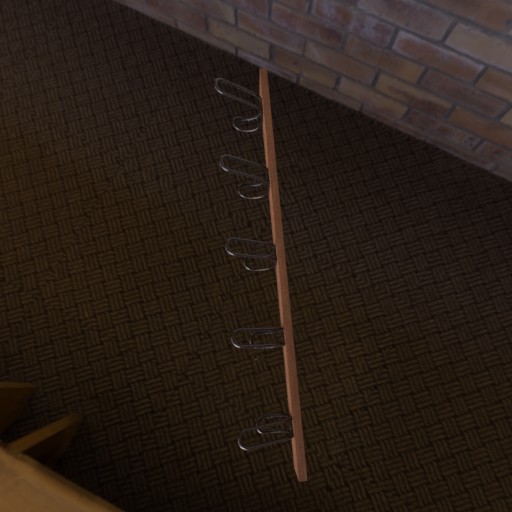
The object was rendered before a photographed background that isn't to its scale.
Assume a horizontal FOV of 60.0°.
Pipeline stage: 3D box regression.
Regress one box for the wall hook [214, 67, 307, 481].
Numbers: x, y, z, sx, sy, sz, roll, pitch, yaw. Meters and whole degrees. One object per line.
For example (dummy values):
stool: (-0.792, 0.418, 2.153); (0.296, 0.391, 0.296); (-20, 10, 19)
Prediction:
wall hook: (0.000, 0.000, 0.592); (0.076, 0.116, 0.554); (-5, 77, -1)
